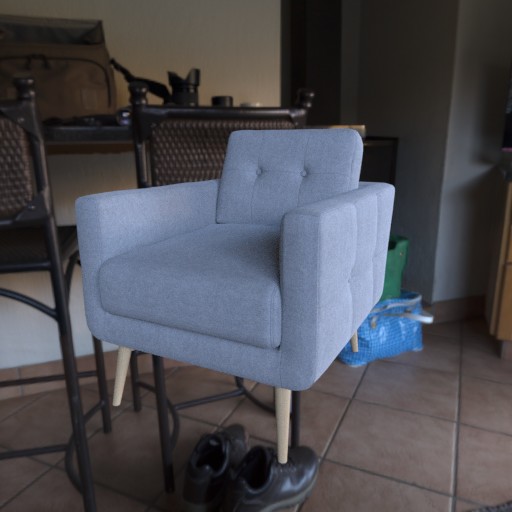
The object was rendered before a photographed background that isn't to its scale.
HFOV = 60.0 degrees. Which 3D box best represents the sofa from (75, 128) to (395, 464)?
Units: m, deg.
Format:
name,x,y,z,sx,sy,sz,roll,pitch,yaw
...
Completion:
name,x,y,z,sx,sy,sz,roll,pitch,yaw
sofa,0.000,0.000,1.529,0.770,0.860,0.920,7,15,26
